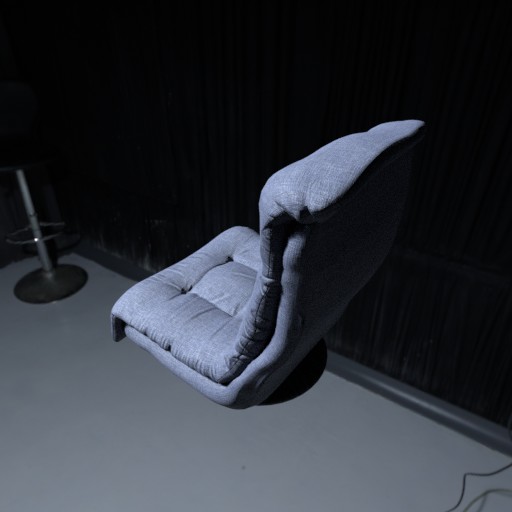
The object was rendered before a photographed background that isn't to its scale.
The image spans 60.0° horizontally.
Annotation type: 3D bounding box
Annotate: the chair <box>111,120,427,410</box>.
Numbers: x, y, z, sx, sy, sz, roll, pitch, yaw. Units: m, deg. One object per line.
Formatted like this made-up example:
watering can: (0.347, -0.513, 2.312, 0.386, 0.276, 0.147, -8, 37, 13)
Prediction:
chair: (0.000, 0.000, 1.207, 0.668, 0.749, 0.597, 21, 38, 30)
